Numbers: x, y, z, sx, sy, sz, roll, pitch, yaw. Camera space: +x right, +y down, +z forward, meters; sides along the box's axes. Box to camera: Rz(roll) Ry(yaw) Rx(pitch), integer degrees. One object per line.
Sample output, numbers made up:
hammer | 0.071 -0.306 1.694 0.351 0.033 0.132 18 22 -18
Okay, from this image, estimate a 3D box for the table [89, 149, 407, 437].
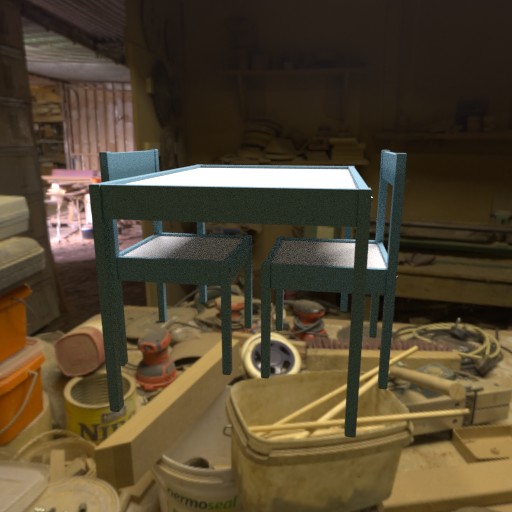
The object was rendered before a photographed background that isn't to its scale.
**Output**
table | 0.000 0.000 1.090 0.633 0.503 0.639 2 15 9
